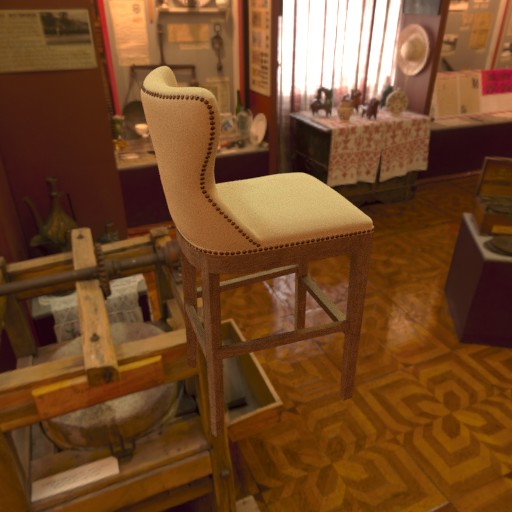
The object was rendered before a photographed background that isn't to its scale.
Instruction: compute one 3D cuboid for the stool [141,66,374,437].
[{"bbox_3d":[0.000,0.000,1.451,0.606,1.123,0.494,-11,31,-18],"label":"stool"}]
